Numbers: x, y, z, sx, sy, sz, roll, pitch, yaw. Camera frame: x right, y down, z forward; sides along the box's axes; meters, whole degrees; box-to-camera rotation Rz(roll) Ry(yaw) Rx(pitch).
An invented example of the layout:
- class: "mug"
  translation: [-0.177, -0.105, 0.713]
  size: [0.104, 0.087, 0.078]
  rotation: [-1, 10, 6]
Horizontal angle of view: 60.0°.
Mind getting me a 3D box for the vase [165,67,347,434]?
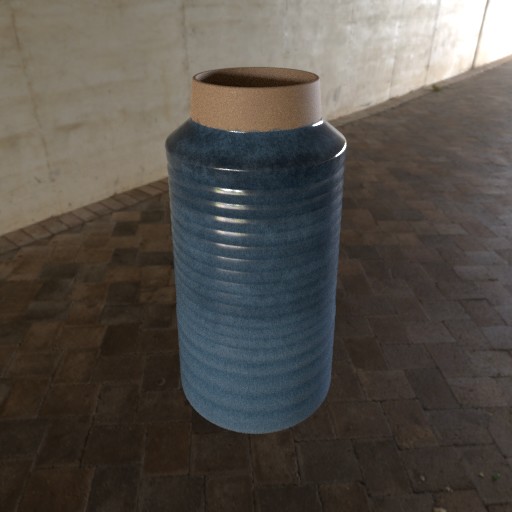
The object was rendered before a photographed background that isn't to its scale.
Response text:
- class: "vase"
  translation: [0.000, 0.000, 0.415]
  size: [0.163, 0.316, 0.163]
  rotation: [0, 31, 0]
